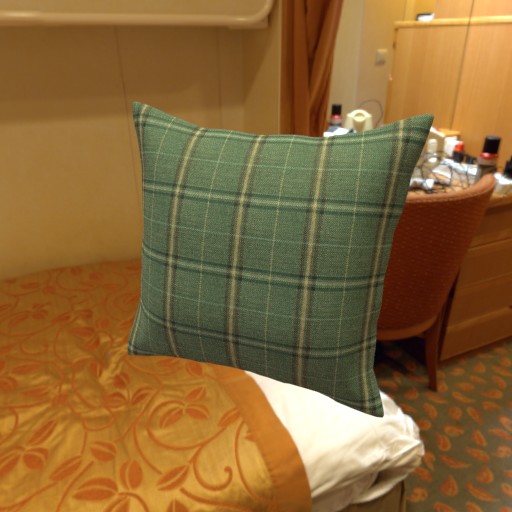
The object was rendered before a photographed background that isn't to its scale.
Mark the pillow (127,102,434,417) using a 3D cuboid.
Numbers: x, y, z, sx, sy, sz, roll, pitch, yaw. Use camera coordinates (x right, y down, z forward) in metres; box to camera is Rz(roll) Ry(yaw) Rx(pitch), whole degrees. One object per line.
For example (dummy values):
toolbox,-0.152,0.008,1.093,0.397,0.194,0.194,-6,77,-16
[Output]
pillow,0.000,0.000,0.689,0.453,0.430,0.200,8,27,16
